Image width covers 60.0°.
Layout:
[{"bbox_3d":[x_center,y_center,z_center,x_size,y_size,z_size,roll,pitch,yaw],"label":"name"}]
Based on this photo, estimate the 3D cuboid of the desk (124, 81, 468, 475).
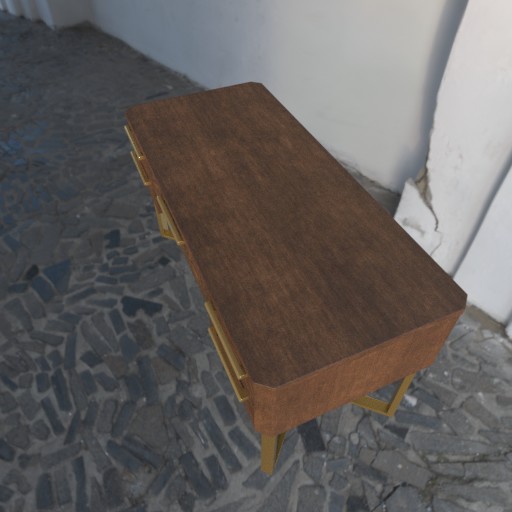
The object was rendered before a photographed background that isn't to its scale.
[{"bbox_3d":[0.000,0.000,1.875,0.684,0.762,1.479,-18,49,-16],"label":"desk"}]
